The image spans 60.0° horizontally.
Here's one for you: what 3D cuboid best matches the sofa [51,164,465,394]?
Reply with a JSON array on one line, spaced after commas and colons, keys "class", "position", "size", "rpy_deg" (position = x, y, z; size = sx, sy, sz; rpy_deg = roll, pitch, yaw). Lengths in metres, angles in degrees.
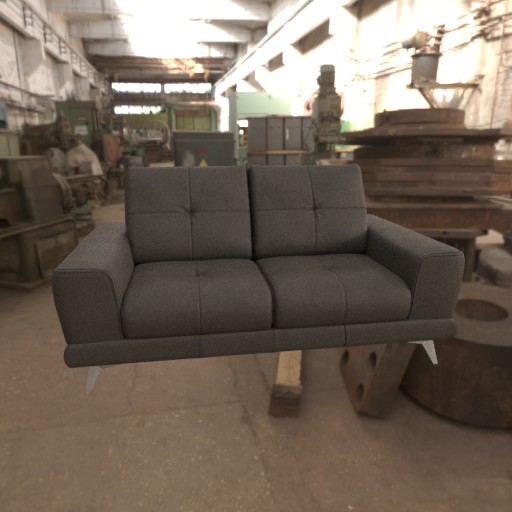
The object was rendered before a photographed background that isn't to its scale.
[{"class": "sofa", "position": [0.000, 0.000, 2.336], "size": [1.806, 0.907, 1.018], "rpy_deg": [-2, 15, -9]}]
